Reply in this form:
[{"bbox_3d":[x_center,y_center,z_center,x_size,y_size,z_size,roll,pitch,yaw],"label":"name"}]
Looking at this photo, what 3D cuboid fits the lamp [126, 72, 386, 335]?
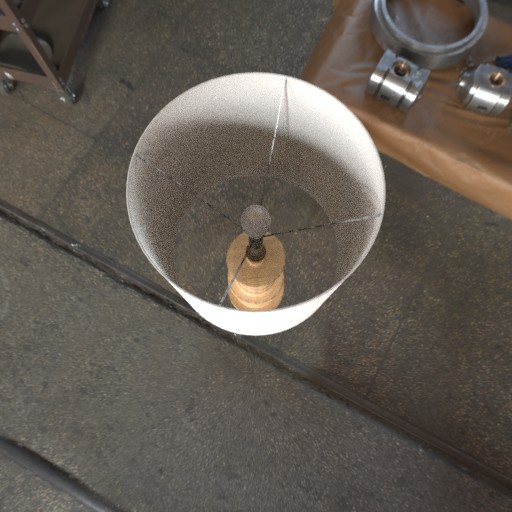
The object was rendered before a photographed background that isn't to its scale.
[{"bbox_3d":[0.000,0.000,0.577,0.208,0.455,0.208,-5,75,-1],"label":"lamp"}]
